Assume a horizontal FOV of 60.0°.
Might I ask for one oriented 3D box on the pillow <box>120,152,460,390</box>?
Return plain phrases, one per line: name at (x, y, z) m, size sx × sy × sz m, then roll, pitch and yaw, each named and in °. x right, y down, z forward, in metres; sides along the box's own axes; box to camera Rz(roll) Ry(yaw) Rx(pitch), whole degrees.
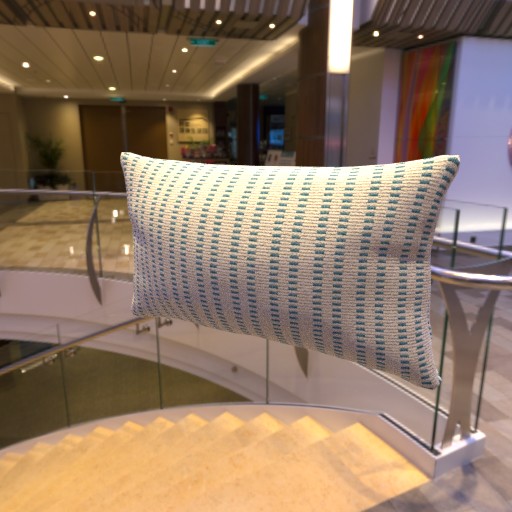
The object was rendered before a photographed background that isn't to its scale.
pillow at (0.000, 0.000, 0.783) m, size 0.640 × 0.353 × 0.210 m, roll 8°, pitch 16°, yaw 28°
